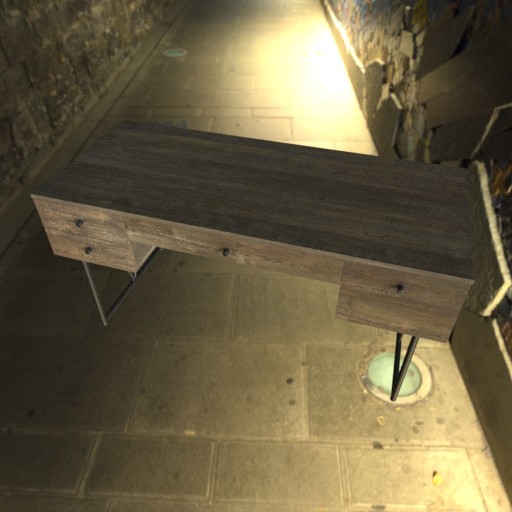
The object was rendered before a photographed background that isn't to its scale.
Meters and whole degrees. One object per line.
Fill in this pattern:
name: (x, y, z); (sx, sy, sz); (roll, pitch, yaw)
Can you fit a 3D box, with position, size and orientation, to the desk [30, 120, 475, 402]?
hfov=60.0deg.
desk: (0.000, 0.000, 2.021); (1.600, 0.780, 0.730); (12, 42, 13)
